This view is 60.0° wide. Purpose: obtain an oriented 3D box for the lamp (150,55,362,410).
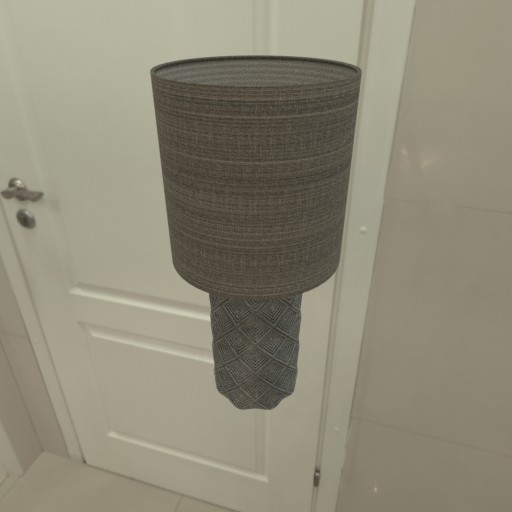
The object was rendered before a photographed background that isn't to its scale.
[{"bbox_3d":[0.000,0.000,0.718,0.268,0.566,0.269,9,32,15],"label":"lamp"}]
